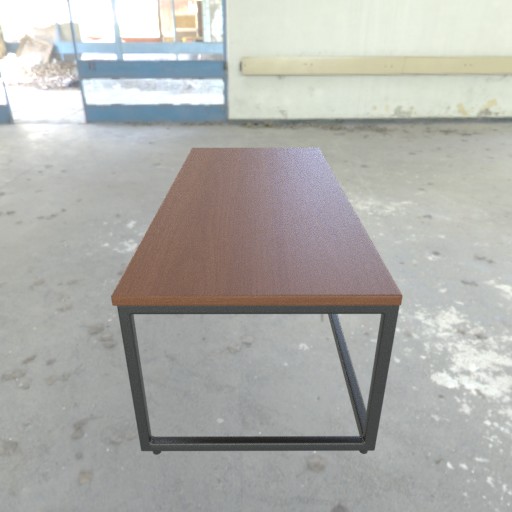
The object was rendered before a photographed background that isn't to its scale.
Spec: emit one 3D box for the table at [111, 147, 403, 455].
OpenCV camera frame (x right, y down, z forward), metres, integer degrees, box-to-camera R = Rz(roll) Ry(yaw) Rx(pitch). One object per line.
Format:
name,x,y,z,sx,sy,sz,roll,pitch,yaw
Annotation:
table,0.000,0.000,1.338,0.500,0.400,1.100,0,27,0
